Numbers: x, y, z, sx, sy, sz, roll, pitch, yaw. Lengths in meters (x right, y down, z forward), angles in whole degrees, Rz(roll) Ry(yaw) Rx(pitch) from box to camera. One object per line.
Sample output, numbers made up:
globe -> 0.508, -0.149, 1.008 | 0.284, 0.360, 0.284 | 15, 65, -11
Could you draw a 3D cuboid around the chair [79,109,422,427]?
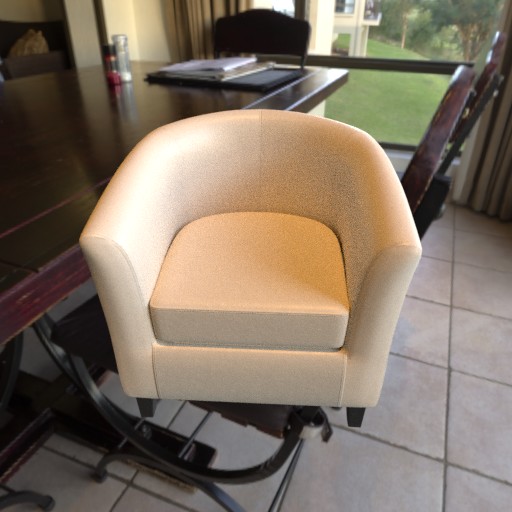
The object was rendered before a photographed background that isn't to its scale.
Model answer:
chair -> 0.000, 0.000, 1.406 | 0.792, 0.756, 0.727 | 2, 31, 3
